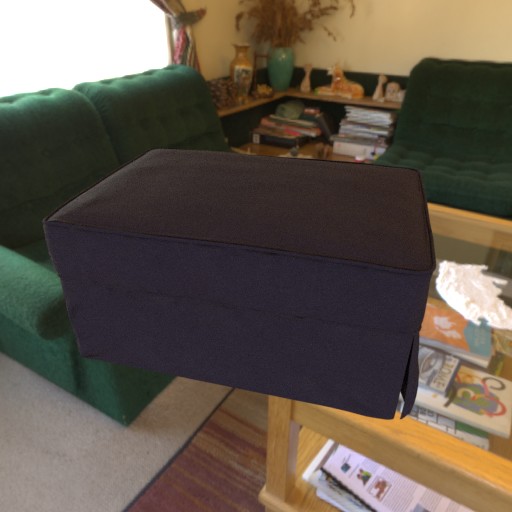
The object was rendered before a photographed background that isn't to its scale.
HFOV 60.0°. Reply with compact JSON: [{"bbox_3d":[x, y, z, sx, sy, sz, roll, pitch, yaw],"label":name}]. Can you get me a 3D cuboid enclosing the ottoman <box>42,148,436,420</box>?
[{"bbox_3d":[0.000,0.000,1.305,0.938,0.503,0.637,8,31,13],"label":"ottoman"}]
